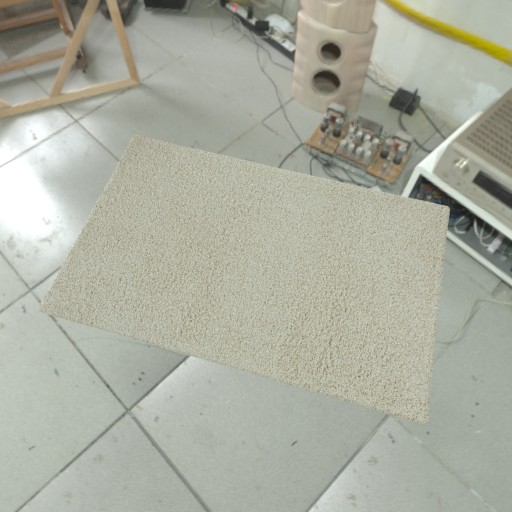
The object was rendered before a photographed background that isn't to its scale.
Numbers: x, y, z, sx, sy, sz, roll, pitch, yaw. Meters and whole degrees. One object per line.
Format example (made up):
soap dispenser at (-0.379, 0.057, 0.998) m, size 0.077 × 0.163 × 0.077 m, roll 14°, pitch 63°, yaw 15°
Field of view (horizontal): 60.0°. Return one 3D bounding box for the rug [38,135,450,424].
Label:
rug at (0.000, 0.000, 2.981) m, size 2.438 × 0.030 × 1.524 m, roll 14°, pitch 63°, yaw 7°
